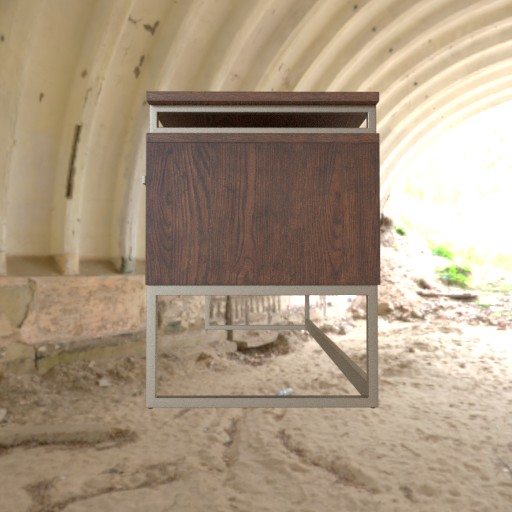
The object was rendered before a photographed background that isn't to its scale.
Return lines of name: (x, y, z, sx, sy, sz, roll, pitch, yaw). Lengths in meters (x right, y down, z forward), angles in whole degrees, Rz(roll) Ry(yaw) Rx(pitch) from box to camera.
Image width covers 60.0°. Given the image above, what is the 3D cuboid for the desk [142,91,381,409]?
desk: (0.000, 0.000, 1.791, 0.610, 0.792, 1.384, 0, -1, 0)
